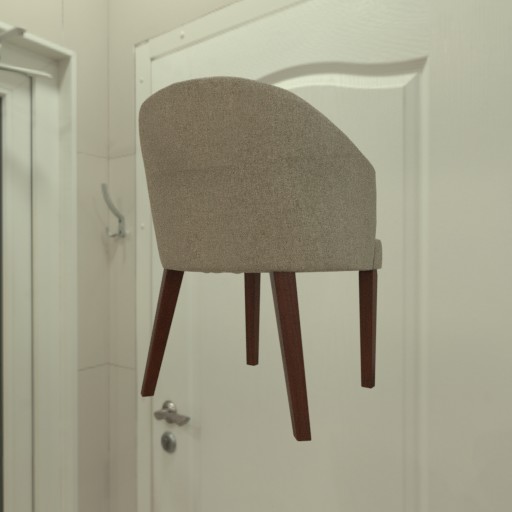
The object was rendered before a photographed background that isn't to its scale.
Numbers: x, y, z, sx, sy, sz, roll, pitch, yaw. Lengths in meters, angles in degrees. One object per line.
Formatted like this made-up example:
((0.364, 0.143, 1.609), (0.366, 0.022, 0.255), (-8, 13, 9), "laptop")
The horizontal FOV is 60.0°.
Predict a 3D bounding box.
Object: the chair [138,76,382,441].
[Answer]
((0.000, 0.000, 1.279), (0.583, 0.811, 0.655), (0, 0, 36), "chair")
